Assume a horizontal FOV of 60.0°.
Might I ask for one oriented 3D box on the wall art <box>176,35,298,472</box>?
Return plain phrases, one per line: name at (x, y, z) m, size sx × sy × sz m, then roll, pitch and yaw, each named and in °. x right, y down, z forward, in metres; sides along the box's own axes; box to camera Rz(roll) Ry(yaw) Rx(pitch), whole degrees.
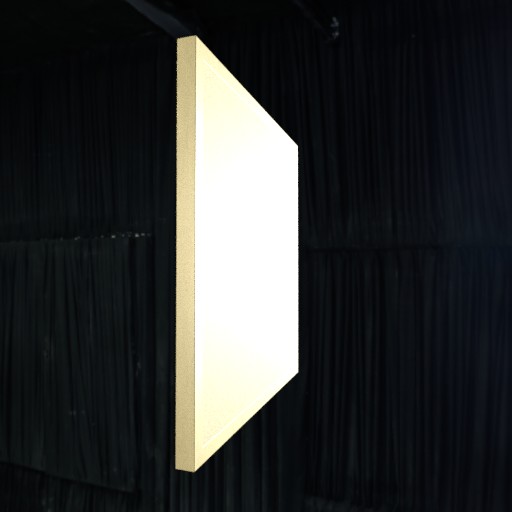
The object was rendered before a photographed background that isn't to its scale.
wall art at (0.000, 0.000, 1.139) m, size 0.037 × 0.763 × 0.763 m, roll 0°, pitch -1°, yaw 19°
